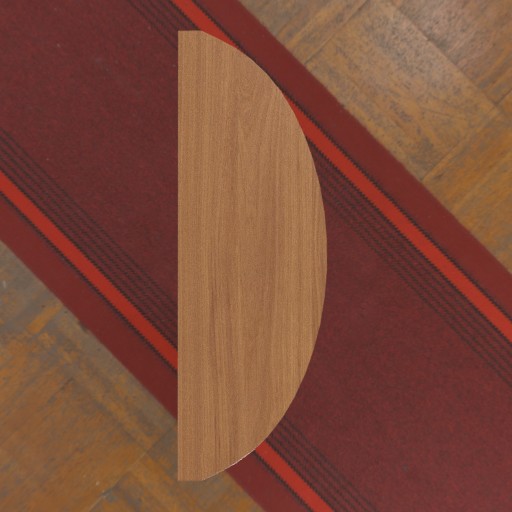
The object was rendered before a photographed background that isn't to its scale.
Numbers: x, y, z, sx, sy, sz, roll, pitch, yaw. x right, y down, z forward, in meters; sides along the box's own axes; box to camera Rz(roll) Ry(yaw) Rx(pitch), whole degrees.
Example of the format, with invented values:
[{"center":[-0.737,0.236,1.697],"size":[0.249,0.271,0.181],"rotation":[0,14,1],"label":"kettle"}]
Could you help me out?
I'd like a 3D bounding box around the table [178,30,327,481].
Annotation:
[{"center":[0.000,0.000,1.517],"size":[0.394,0.692,1.198],"rotation":[0,90,2],"label":"table"}]
